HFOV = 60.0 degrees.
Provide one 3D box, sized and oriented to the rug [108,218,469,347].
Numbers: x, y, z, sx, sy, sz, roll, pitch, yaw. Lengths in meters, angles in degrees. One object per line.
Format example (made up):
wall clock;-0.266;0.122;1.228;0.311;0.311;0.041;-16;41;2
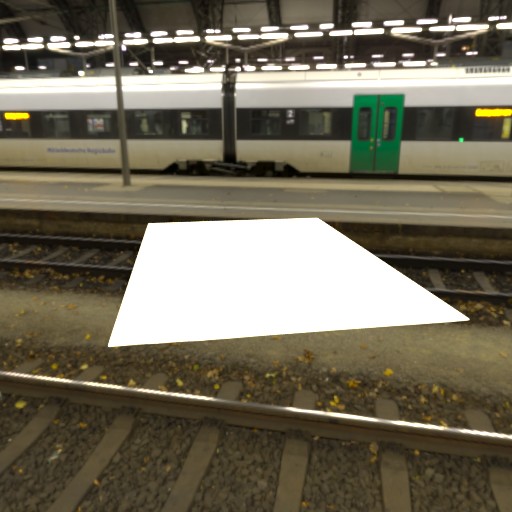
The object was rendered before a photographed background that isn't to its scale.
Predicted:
rug;0.000;0.000;2.344;1.234;0.006;1.850;-3;16;-9
